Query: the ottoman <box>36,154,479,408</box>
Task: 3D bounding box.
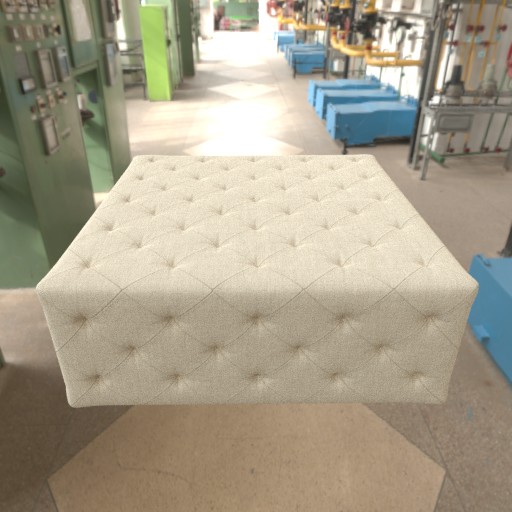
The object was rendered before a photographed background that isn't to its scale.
[{"bbox_3d":[0.000,0.000,1.546,1.028,0.439,1.028,0,30,-1],"label":"ottoman"}]
